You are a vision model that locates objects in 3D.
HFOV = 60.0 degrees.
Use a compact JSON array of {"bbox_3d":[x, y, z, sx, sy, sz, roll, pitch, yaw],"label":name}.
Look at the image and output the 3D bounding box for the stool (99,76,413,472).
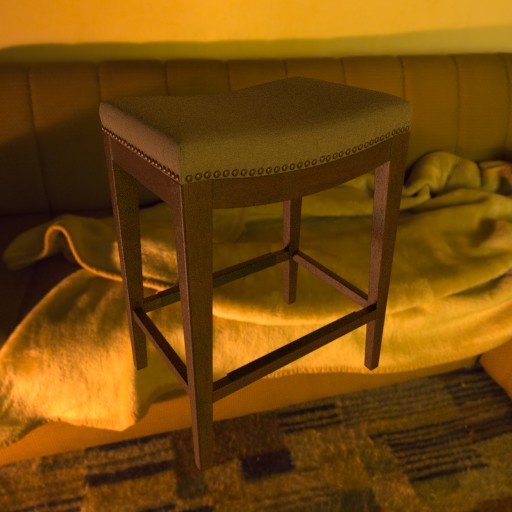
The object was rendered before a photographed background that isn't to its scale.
[{"bbox_3d":[0.000,0.000,0.957,0.508,0.660,0.356,-19,36,-29],"label":"stool"}]
